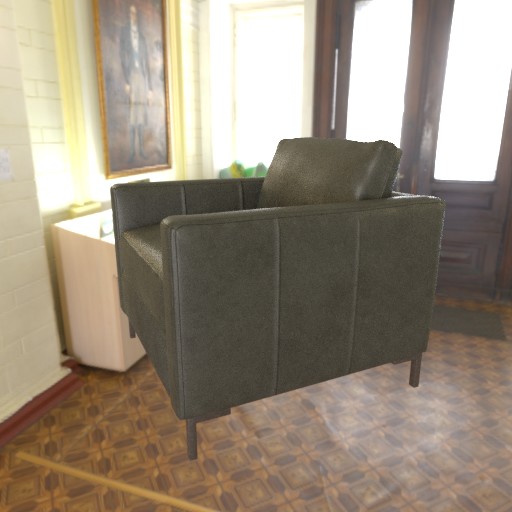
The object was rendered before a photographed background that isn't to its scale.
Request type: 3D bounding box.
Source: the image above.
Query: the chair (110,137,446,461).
[{"bbox_3d":[0.000,0.000,1.526,0.861,0.824,0.967,-7,17,-25],"label":"chair"}]
